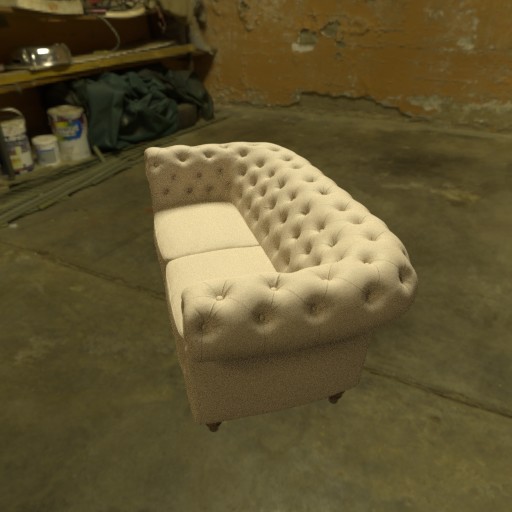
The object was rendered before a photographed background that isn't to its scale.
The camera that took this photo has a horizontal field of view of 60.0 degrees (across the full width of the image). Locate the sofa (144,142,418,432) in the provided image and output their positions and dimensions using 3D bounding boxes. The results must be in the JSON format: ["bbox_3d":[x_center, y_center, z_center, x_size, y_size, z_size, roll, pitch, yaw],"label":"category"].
[{"bbox_3d":[0.000,0.000,2.509,1.069,0.835,1.988,-8,31,-14],"label":"sofa"}]
